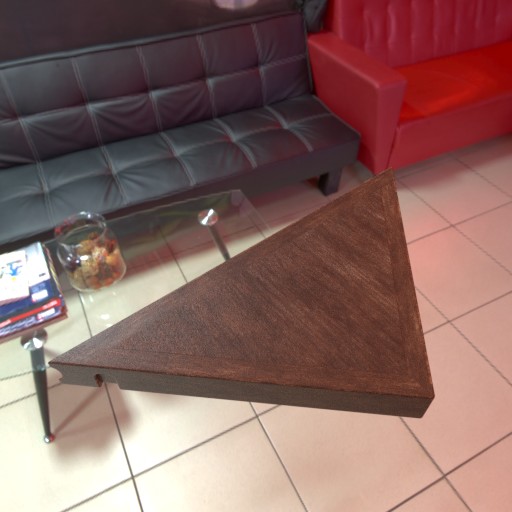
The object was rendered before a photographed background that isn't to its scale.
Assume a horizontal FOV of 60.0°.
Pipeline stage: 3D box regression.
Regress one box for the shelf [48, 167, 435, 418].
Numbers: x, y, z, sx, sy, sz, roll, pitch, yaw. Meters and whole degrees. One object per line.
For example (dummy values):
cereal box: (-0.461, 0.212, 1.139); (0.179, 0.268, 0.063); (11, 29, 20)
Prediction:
shelf: (0.000, 0.000, 0.449); (0.296, 0.035, 0.296); (4, 46, 4)
